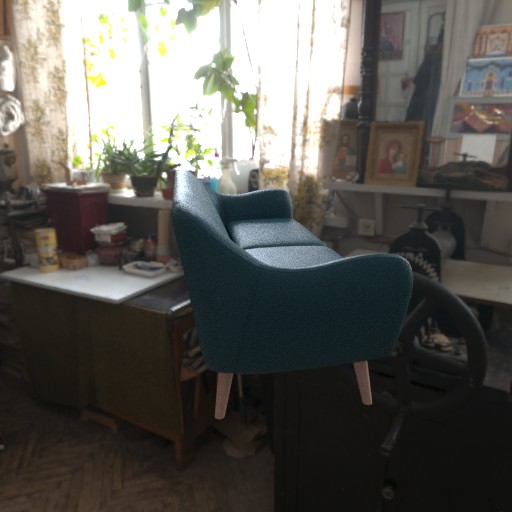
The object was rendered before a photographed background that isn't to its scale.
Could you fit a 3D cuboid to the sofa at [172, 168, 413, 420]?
[{"bbox_3d":[0.000,0.000,2.339,0.820,0.836,1.840,-3,16,-9],"label":"sofa"}]
